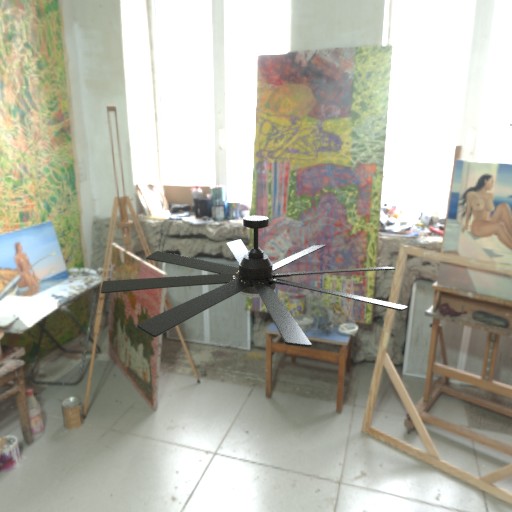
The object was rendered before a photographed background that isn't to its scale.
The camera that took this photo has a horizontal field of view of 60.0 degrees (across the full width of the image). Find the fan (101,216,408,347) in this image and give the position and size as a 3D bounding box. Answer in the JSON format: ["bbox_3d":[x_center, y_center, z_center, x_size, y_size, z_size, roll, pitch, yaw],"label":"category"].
[{"bbox_3d":[0.000,0.000,2.717,1.830,0.472,1.830,-3,16,-11],"label":"fan"}]
